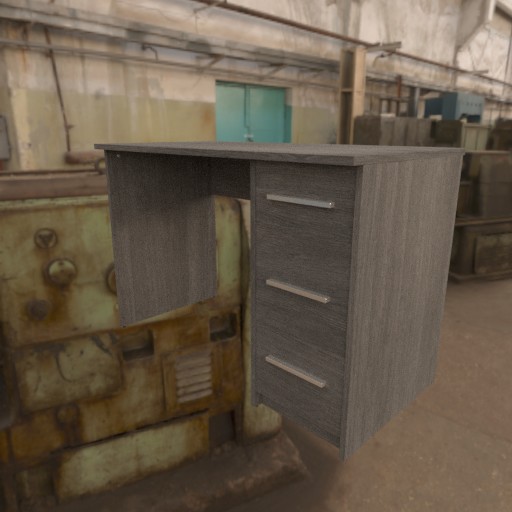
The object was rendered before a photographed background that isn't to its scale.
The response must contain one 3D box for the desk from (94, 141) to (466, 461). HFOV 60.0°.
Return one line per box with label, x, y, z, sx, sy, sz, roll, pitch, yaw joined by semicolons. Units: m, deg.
desk;0.000;0.000;1.520;1.097;0.735;0.560;15;22;43
